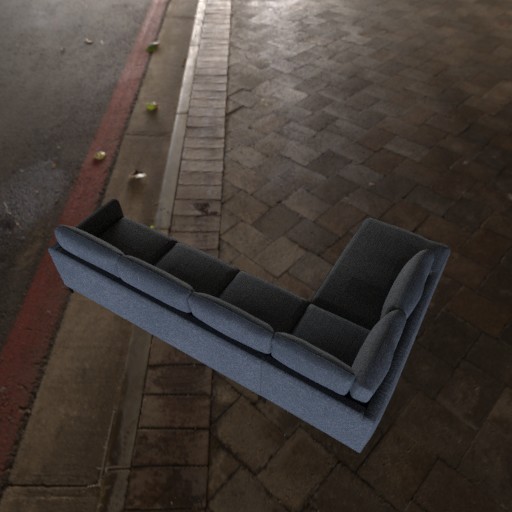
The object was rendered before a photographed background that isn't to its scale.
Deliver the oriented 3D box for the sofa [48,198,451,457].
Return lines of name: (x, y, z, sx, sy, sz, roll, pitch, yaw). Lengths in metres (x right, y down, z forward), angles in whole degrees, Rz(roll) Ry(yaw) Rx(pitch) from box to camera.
sofa: (0.000, 0.000, 3.930, 2.949, 0.815, 2.007, 24, 51, 21)
